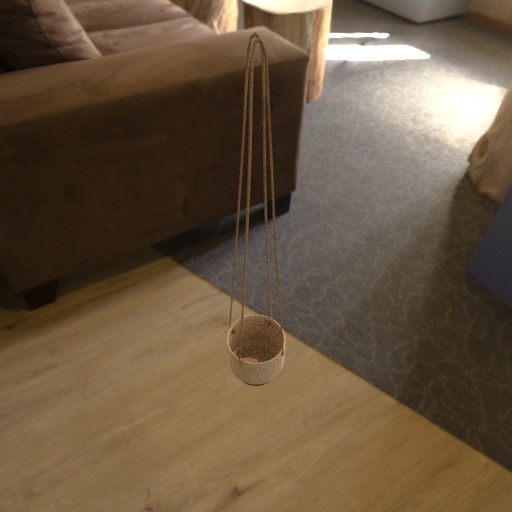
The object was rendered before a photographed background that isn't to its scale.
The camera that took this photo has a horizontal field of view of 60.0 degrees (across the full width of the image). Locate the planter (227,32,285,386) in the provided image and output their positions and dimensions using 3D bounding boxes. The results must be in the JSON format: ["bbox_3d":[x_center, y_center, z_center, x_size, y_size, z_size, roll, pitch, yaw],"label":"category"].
[{"bbox_3d":[0.000,0.000,0.887,0.146,0.841,0.146,-10,46,-10],"label":"planter"}]
